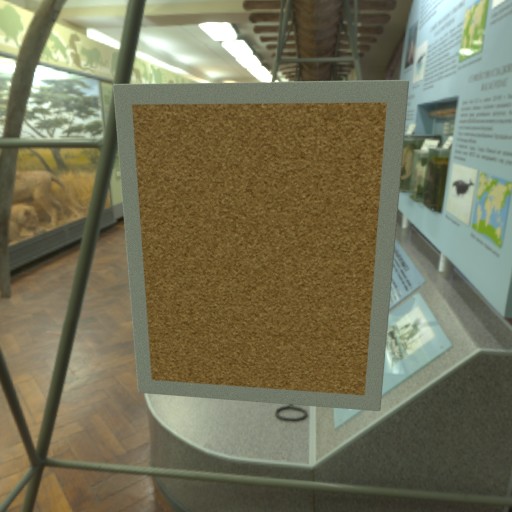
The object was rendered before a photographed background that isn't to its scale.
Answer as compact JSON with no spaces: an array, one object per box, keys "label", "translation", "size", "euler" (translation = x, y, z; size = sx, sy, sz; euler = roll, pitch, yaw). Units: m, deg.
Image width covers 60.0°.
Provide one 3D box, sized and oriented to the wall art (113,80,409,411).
[{"label":"wall art","translation":[0.000,0.000,0.762],"size":[0.454,0.556,0.028],"euler":[2,16,7]}]
